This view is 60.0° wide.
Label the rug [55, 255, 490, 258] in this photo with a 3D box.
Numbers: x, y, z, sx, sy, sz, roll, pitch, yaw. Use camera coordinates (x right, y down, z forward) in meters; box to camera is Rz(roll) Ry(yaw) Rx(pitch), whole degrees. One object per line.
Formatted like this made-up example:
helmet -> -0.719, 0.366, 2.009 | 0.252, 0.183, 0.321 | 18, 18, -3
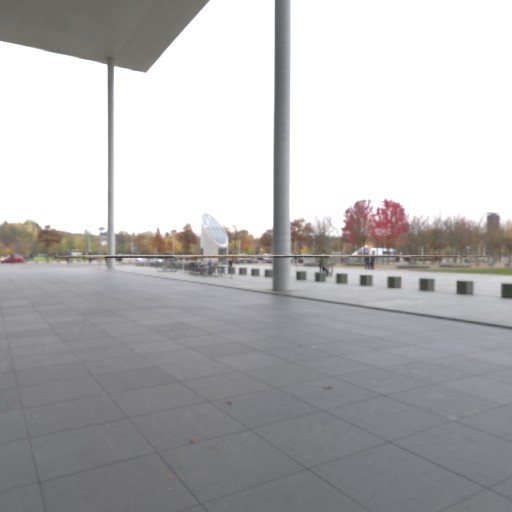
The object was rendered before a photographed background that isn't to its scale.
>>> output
rug -> 0.000, 0.000, 4.240 | 3.200, 0.013, 2.439 | 0, 0, -16
